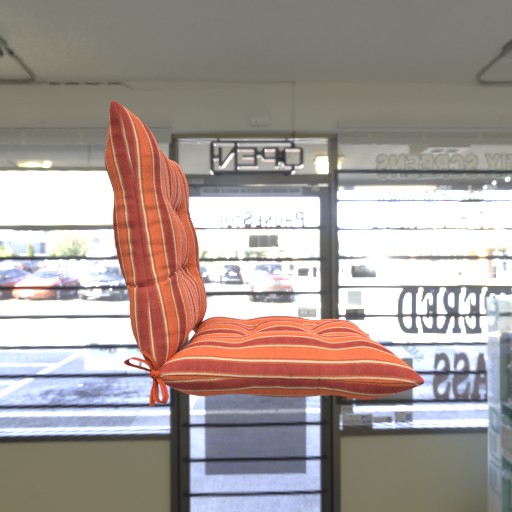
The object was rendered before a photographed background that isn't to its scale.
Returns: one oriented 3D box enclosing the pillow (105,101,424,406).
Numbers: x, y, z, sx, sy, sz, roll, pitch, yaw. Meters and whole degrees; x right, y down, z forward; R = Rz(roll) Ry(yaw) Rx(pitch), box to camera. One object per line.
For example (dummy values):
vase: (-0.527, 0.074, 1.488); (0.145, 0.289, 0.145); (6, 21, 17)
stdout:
pillow: (0.000, 0.000, 1.001); (0.585, 0.536, 0.541); (0, -1, 1)
